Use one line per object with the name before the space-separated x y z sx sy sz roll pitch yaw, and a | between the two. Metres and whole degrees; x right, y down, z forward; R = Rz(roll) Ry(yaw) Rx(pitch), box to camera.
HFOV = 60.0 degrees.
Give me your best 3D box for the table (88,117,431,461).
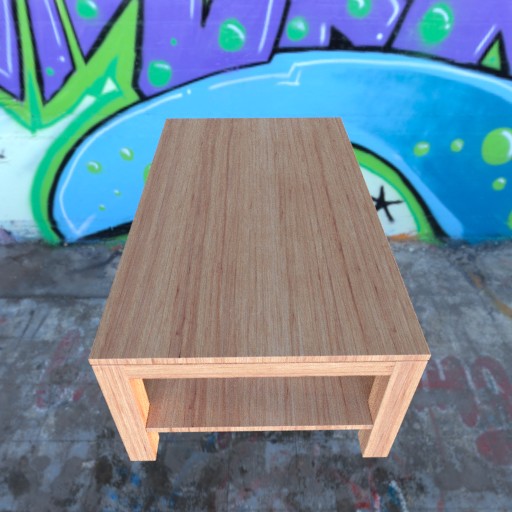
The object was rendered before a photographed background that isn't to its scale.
table | 0.000 0.000 1.479 0.695 0.457 1.146 -1 41 -1
